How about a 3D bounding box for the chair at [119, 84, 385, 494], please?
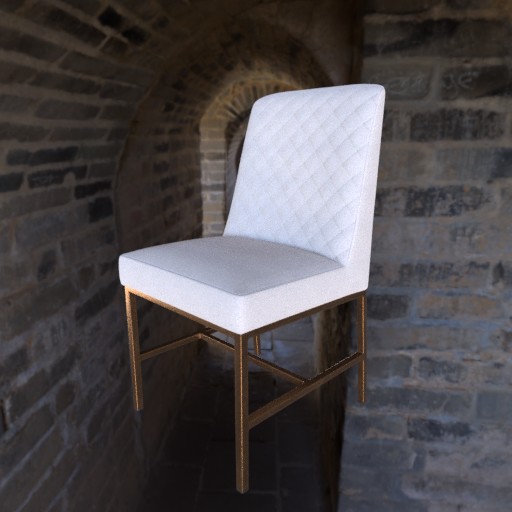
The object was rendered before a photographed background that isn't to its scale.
[{"bbox_3d":[0.000,0.000,1.250,0.597,0.933,0.503,-14,20,-43],"label":"chair"}]
